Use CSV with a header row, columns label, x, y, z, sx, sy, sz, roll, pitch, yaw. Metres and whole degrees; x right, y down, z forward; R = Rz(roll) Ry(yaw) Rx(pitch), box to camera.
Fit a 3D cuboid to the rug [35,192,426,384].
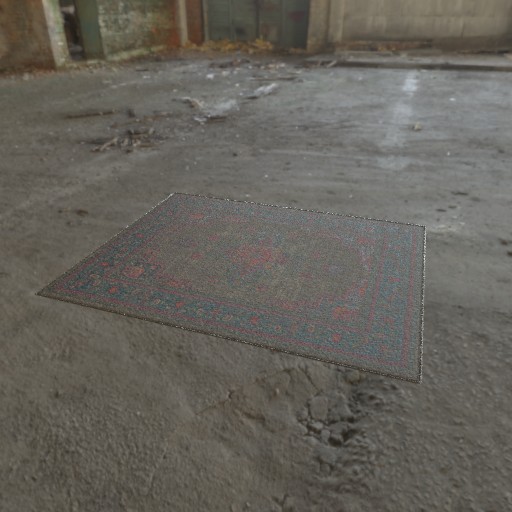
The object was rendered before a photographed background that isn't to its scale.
label,x,y,z,sx,sy,sz,roll,pitch,yaw
rug,0.000,0.000,4.238,3.057,0.013,2.434,10,31,17
